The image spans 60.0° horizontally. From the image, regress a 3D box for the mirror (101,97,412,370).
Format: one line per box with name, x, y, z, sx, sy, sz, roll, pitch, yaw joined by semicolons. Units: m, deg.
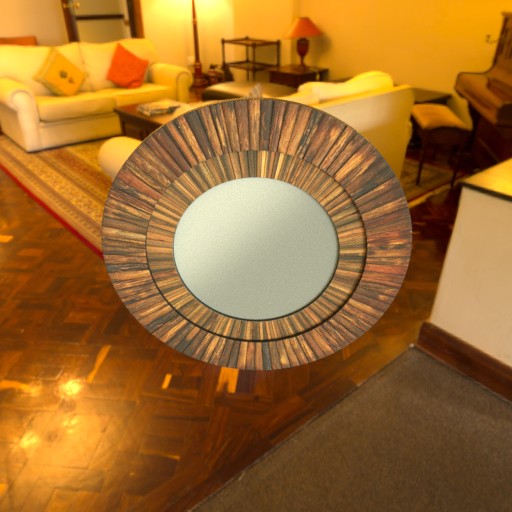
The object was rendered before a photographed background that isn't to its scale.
mirror;0.000;0.000;1.576;1.077;1.077;0.036;0;31;1
